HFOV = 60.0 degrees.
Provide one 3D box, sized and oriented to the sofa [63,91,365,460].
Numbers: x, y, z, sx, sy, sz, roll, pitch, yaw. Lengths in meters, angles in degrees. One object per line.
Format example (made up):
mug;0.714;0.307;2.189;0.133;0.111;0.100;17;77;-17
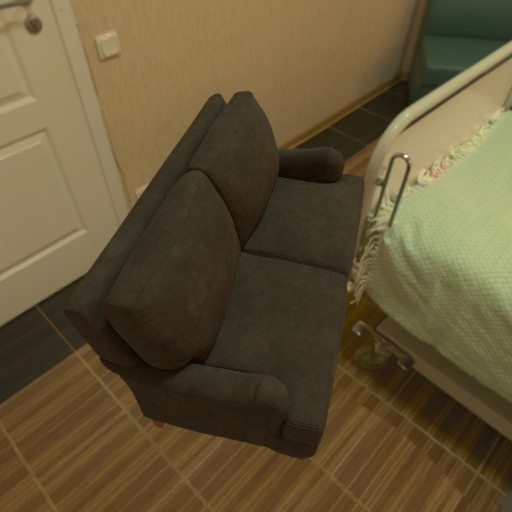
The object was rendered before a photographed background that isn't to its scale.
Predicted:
sofa;0.000;0.000;2.507;1.084;1.101;1.853;11;48;10
